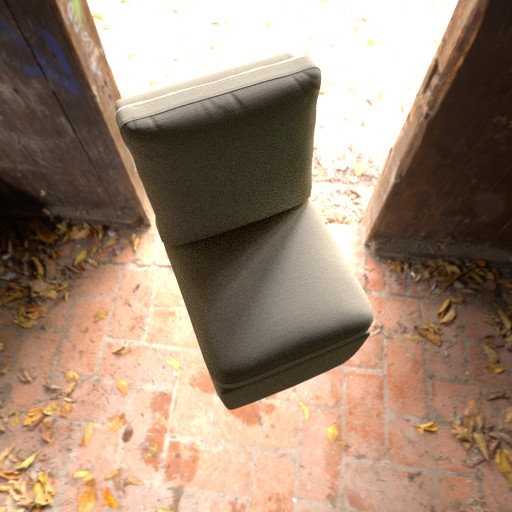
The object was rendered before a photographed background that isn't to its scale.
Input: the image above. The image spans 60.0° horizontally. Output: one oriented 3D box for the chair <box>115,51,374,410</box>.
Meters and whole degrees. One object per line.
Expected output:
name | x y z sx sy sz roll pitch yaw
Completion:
chair | 0.000 0.000 1.329 0.503 0.927 0.698 -20 66 -9
